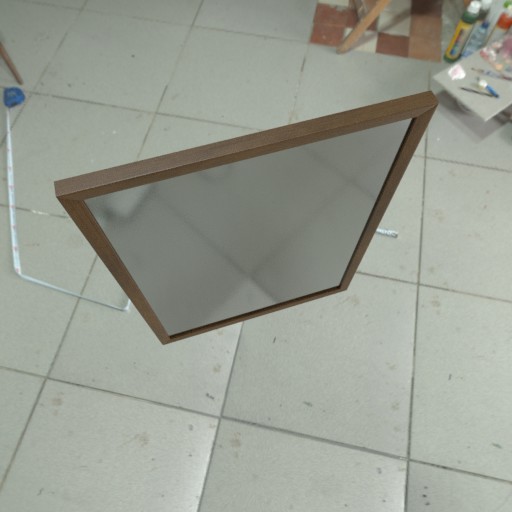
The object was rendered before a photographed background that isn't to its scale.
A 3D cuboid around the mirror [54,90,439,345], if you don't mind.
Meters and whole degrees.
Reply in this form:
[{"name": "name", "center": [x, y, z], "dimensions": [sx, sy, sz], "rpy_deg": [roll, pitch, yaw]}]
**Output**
[{"name": "mirror", "center": [0.000, 0.000, 1.306], "dimensions": [0.762, 1.016, 0.040], "rpy_deg": [-16, 65, -8]}]
